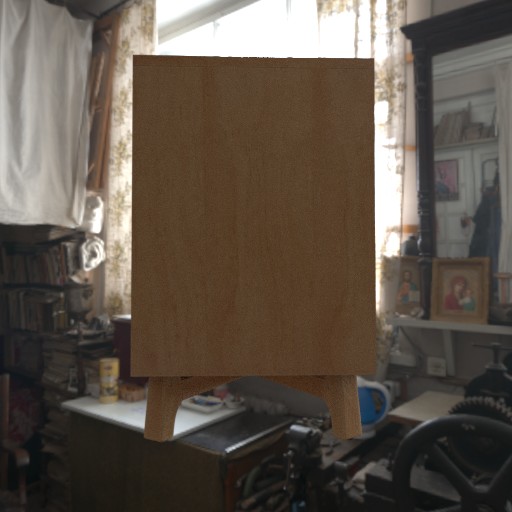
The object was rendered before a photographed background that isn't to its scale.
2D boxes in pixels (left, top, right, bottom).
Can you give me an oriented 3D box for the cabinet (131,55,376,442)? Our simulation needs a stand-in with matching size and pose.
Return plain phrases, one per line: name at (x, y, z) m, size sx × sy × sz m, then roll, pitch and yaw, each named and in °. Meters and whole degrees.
cabinet at (0.000, 0.000, 0.948) m, size 0.394 × 0.599 × 0.551 m, roll 0°, pitch -1°, yaw -2°
